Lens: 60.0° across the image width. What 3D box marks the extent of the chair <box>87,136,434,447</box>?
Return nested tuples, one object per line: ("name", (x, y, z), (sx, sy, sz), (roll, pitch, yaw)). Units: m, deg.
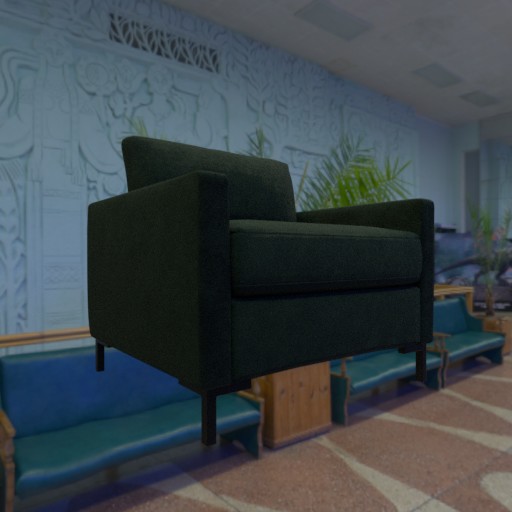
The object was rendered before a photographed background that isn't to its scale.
("chair", (0.000, 0.000, 1.585), (0.963, 0.861, 0.866), (0, 0, -37))
